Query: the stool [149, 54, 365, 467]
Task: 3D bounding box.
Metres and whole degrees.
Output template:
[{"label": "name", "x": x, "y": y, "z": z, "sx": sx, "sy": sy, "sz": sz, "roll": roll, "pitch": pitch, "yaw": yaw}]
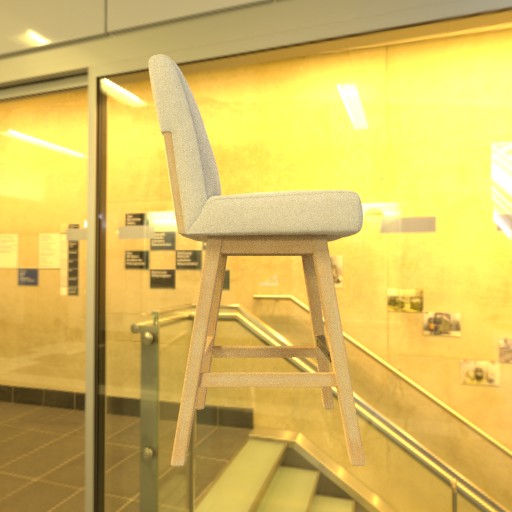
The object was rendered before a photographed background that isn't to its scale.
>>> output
[{"label": "stool", "x": 0.000, "y": 0.000, "z": 1.283, "sx": 0.543, "sy": 1.015, "sz": 0.446, "roll": 0, "pitch": -1, "yaw": 0}]
